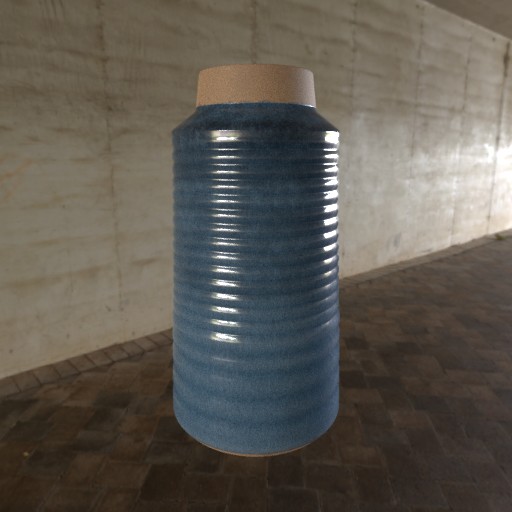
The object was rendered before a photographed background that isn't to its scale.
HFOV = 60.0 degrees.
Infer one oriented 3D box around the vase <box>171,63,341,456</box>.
[{"bbox_3d":[0.000,0.000,0.411,0.163,0.316,0.163,0,13,0],"label":"vase"}]
